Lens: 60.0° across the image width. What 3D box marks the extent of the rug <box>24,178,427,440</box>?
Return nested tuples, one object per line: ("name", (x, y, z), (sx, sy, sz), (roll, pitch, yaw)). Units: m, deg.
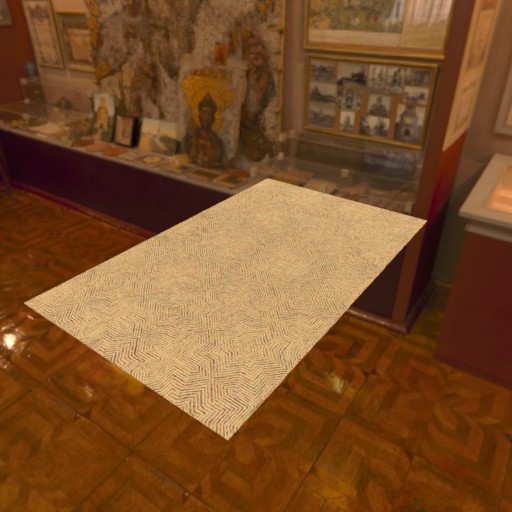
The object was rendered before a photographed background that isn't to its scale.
("rug", (0.000, 0.000, 2.992), (1.519, 0.007, 2.428), (21, 37, 31))
